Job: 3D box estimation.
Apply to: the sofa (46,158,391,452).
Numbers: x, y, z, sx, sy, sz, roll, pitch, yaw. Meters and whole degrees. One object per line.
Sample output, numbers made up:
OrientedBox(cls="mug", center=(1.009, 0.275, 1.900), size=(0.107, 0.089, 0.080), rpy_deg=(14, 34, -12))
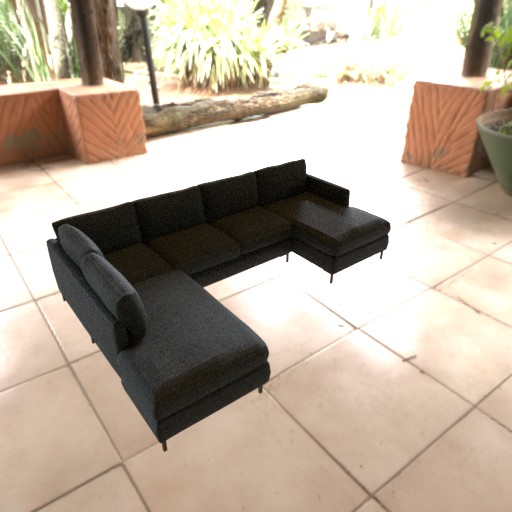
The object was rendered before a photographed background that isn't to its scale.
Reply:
OrientedBox(cls="sofa", center=(0.000, 0.000, 3.581), size=(2.737, 0.753, 1.879), rpy_deg=(-21, 36, -32))
